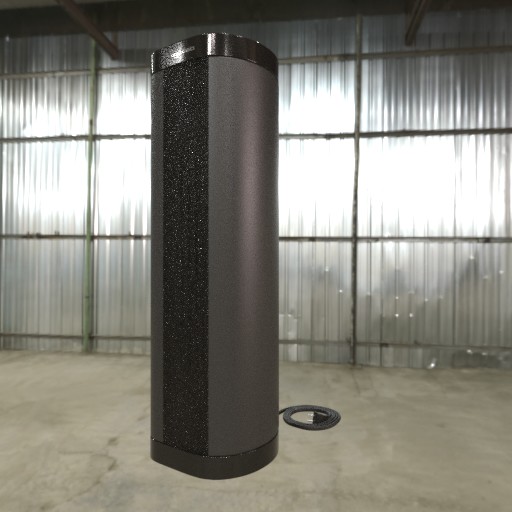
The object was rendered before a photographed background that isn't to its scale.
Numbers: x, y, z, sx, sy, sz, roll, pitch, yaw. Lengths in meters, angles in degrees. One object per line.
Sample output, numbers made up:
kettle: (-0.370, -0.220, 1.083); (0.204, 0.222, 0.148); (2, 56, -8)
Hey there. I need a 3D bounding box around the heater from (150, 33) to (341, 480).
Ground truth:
heater: (0.000, 0.000, 0.688); (0.174, 0.552, 0.312); (0, 0, 36)
